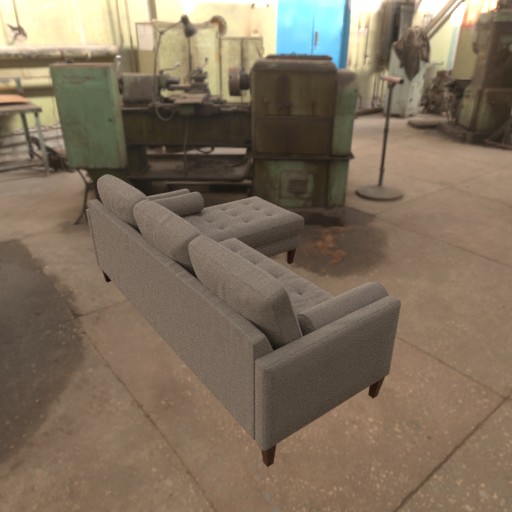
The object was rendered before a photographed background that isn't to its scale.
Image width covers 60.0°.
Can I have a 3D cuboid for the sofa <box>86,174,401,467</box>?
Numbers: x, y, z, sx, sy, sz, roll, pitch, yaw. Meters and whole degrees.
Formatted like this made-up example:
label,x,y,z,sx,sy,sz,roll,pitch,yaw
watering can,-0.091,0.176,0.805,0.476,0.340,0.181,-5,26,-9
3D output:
label,x,y,z,sx,sy,sz,roll,pitch,yaw
sofa,0.000,0.000,2.929,1.506,0.875,2.178,-18,32,-32
